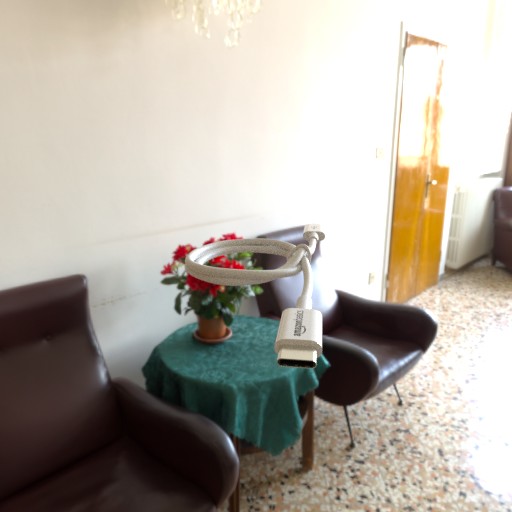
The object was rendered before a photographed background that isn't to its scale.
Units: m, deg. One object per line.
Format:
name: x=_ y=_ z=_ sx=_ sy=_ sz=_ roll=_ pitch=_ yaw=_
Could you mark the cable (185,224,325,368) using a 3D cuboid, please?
cable: x=0.000 y=0.000 z=0.224 sx=0.070 sy=0.014 sz=0.203 roll=2 pitch=15 yaw=8
